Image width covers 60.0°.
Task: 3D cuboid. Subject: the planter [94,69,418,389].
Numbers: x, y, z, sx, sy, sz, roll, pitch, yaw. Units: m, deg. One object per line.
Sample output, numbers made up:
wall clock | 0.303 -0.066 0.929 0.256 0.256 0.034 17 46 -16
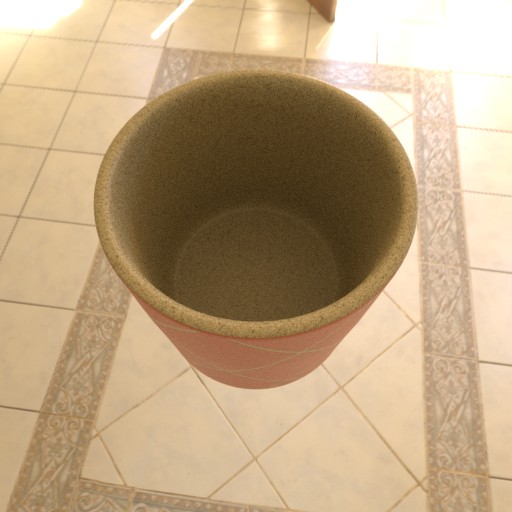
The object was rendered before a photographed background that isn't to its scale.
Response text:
planter | 0.000 0.000 0.417 0.227 0.235 0.227 0 63 0
